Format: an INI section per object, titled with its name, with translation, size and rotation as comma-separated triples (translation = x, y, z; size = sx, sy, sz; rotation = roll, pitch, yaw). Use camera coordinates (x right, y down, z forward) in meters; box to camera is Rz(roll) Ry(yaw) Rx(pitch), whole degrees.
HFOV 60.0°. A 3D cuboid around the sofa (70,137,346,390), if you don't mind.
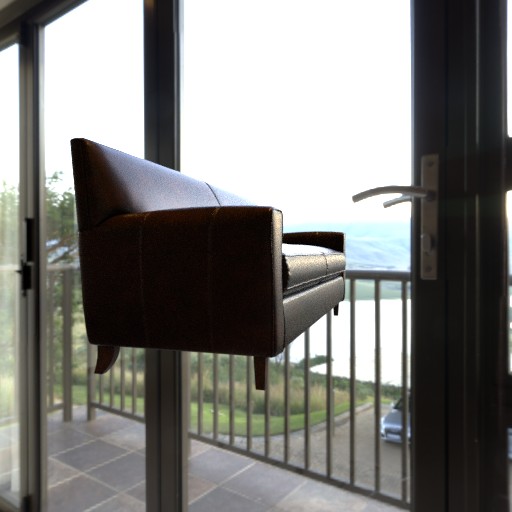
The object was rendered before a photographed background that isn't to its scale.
[sofa]
translation = 0.000, 0.000, 2.428
size = 0.786, 0.871, 1.995
rotation = 0, 0, 18
